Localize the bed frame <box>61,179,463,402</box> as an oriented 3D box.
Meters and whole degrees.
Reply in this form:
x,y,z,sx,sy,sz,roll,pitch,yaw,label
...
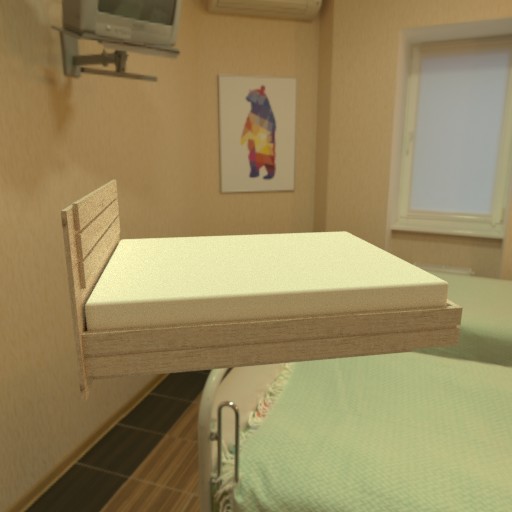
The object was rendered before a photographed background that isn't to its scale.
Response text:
x,y,z,sx,sy,sz,roll,pitch,yaw,label
0.000,0.000,3.095,2.080,0.970,1.750,-3,14,-10,bed frame
